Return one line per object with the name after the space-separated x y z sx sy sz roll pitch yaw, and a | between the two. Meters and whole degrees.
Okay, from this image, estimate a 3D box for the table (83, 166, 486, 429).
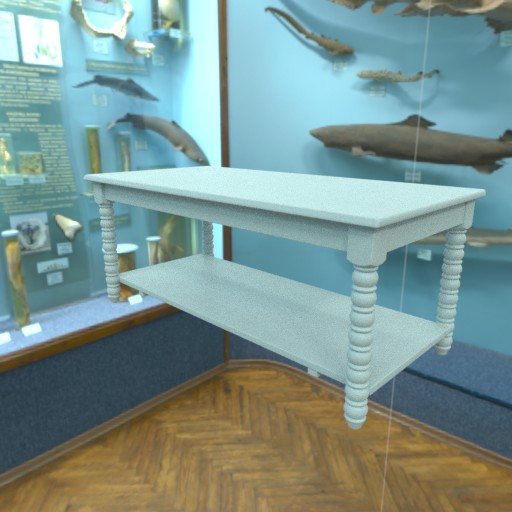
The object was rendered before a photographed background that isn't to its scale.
0.000 0.000 1.448 1.171 0.487 0.580 15 22 42 | table
